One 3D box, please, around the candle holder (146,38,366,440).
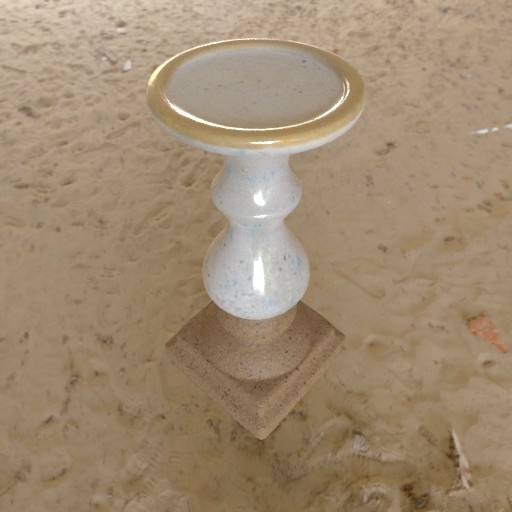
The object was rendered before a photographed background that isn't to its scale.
[{"bbox_3d":[0.000,0.000,0.291,0.110,0.239,0.110,33,55,27],"label":"candle holder"}]
